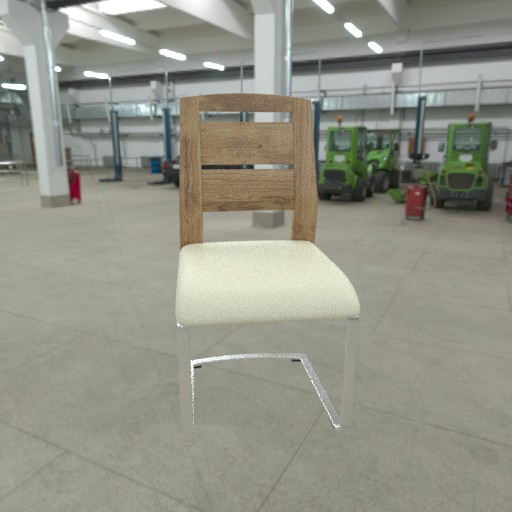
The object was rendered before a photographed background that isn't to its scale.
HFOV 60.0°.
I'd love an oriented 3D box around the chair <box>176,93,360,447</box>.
[{"bbox_3d":[0.000,0.000,1.309,0.457,0.955,0.561,-2,14,-8],"label":"chair"}]
